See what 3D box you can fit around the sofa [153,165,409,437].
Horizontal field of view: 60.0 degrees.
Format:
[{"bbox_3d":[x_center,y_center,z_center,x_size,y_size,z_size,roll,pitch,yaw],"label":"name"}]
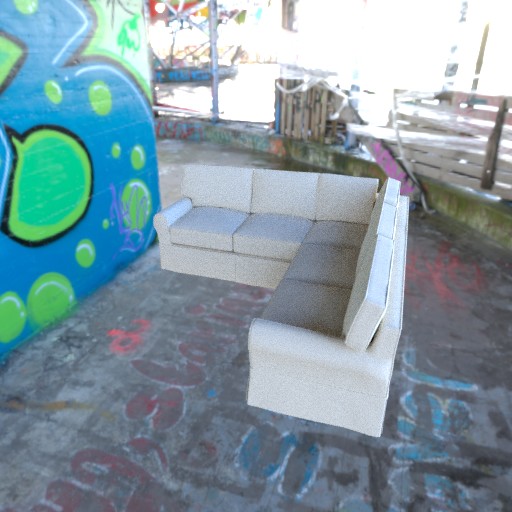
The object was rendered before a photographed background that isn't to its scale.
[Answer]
[{"bbox_3d":[0.000,0.000,4.105,2.591,1.070,2.597,8,27,16],"label":"sofa"}]
